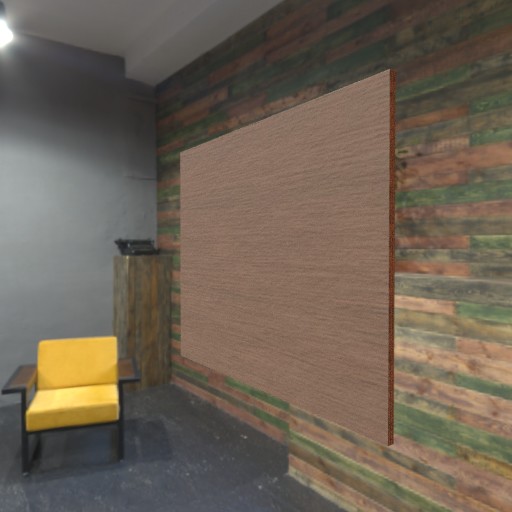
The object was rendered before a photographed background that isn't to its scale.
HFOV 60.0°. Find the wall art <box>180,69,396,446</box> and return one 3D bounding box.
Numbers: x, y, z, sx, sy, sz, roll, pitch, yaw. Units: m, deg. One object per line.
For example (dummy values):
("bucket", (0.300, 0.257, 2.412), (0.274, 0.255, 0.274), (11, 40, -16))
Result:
("wall art", (0.000, 0.000, 0.689), (0.010, 0.408, 0.508), (-1, 1, -36))
